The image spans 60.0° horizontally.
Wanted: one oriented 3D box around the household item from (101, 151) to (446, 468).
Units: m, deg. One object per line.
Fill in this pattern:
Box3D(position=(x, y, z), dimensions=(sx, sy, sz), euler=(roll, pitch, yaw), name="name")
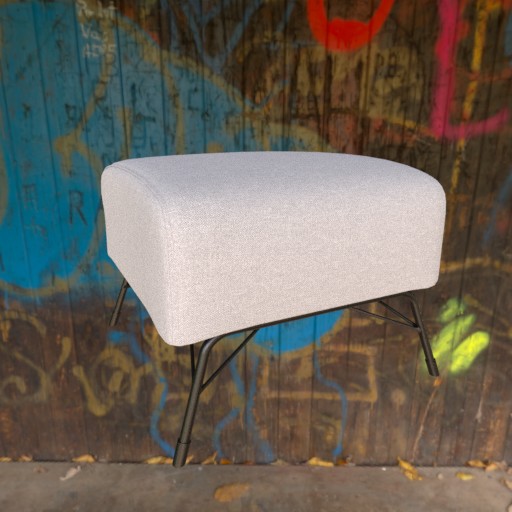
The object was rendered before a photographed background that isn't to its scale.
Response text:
Box3D(position=(0.000, 0.000, 0.903), dimensions=(0.530, 0.410, 0.530), euler=(-8, 19, -26), name="household item")
